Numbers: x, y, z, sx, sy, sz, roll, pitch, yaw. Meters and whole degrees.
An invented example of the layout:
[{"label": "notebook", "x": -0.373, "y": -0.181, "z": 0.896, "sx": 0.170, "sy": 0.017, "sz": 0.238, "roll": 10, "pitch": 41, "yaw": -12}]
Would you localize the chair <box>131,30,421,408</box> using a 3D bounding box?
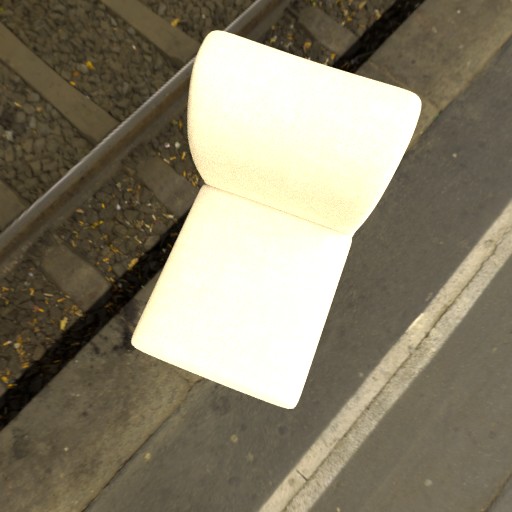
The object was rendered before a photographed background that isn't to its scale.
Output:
[{"label": "chair", "x": 0.000, "y": 0.000, "z": 1.299, "sx": 0.521, "sy": 0.833, "sz": 0.754, "roll": 20, "pitch": 76, "yaw": 5}]
